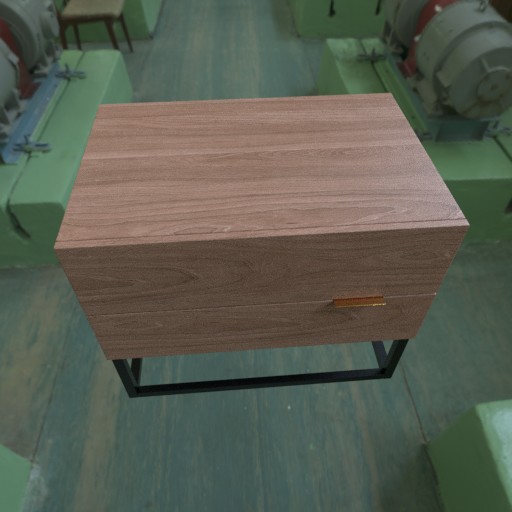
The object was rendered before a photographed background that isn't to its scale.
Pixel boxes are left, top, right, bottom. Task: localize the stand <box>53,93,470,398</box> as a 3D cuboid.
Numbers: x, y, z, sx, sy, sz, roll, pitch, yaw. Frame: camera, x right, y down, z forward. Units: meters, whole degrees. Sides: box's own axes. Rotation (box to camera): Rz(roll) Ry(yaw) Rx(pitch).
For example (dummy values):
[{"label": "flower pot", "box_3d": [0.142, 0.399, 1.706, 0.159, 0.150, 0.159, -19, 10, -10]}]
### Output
[{"label": "stand", "box_3d": [0.000, 0.000, 0.951, 0.600, 0.500, 0.420, -3, 47, -3]}]
